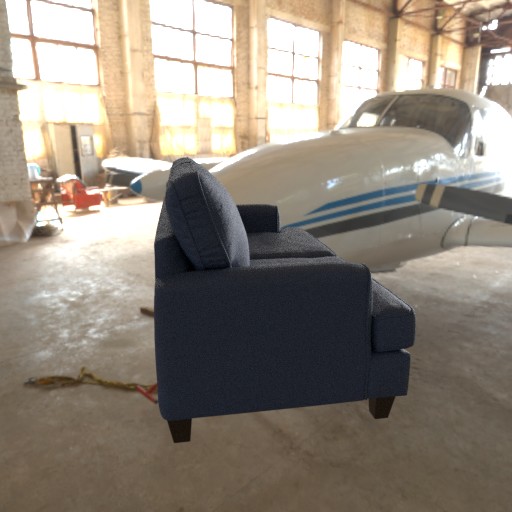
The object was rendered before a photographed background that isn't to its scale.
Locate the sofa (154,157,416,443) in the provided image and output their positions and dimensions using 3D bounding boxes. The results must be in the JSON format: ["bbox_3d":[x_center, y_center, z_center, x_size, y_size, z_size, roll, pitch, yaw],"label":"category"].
[{"bbox_3d":[0.000,0.000,2.286,0.965,0.965,1.651,-3,15,-9],"label":"sofa"}]
